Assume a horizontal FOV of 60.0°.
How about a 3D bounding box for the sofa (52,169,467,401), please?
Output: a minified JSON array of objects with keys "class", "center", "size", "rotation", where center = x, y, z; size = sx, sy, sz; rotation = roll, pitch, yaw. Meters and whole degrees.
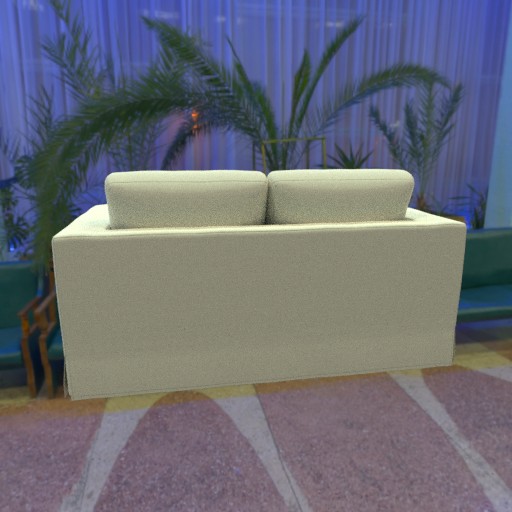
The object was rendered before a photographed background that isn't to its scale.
[{"class":"sofa","center":[0.000,0.000,2.374],"size":[1.813,0.932,1.009],"rotation":[-2,14,-10]}]
